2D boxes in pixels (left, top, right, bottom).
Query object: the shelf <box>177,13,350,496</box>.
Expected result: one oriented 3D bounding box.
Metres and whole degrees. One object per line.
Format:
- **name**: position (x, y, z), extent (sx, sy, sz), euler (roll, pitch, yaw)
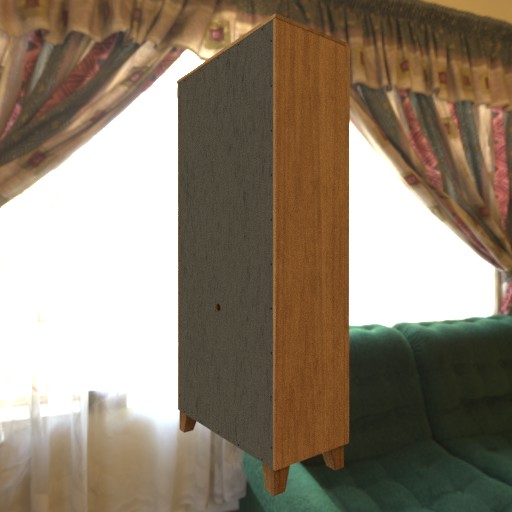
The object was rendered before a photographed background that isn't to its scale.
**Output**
- **shelf**: position (0.000, 0.000, 2.244), extent (0.453, 1.930, 0.864), euler (0, 1, -37)
